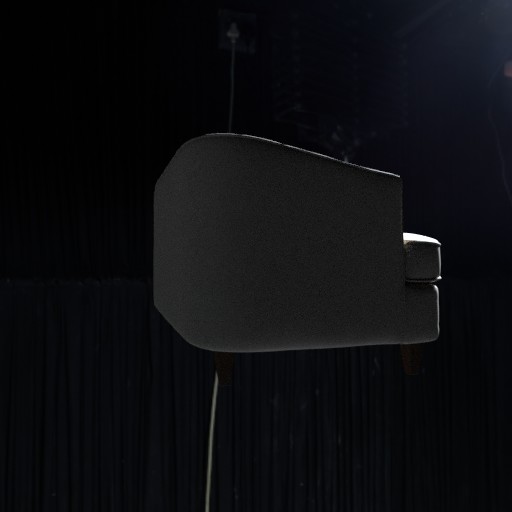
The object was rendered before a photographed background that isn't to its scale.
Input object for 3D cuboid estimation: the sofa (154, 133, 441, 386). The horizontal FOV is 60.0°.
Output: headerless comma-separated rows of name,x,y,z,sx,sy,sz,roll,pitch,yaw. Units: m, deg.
sofa,0.000,0.000,2.304,0.940,0.878,1.731,0,0,-18
